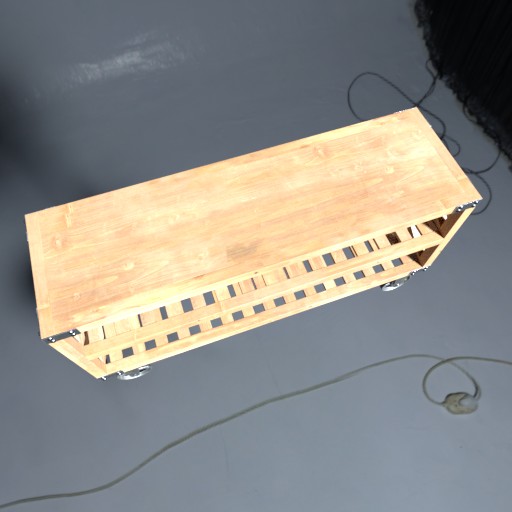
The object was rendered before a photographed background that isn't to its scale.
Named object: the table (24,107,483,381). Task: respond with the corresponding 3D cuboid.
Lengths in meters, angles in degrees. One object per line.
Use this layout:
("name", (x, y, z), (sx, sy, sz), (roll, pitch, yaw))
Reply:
("table", (0.000, 0.000, 1.801), (1.487, 0.711, 0.467), (-17, 63, -9))
